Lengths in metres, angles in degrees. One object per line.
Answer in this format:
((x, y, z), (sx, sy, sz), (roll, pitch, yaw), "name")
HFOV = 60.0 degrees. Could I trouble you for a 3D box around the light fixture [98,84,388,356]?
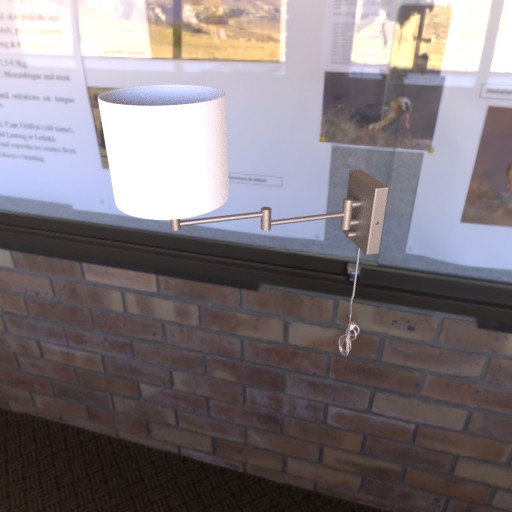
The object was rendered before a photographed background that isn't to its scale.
((0.000, 0.000, 0.916), (0.516, 0.651, 0.203), (-8, 30, -14), "light fixture")
